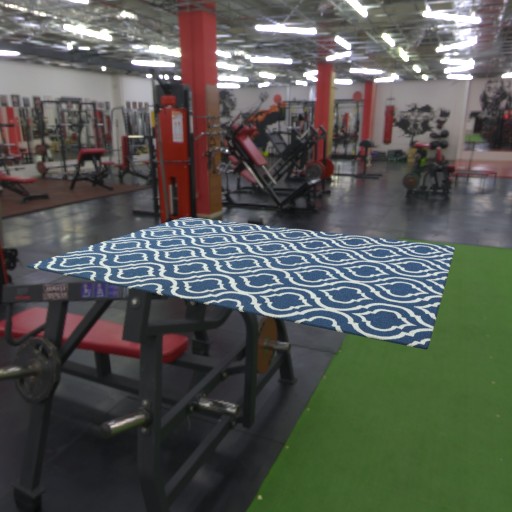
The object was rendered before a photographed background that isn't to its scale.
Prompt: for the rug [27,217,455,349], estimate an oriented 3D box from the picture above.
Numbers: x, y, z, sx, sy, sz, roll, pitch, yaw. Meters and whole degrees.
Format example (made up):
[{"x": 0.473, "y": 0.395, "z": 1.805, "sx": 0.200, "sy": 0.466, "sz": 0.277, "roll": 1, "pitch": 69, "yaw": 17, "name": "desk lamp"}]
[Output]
[{"x": 0.000, "y": 0.000, "z": 2.687, "sx": 2.134, "sy": 0.010, "sz": 1.524, "roll": 8, "pitch": 18, "yaw": 25, "name": "rug"}]
